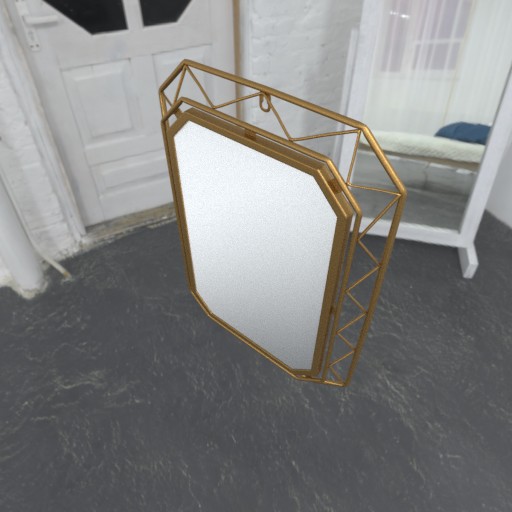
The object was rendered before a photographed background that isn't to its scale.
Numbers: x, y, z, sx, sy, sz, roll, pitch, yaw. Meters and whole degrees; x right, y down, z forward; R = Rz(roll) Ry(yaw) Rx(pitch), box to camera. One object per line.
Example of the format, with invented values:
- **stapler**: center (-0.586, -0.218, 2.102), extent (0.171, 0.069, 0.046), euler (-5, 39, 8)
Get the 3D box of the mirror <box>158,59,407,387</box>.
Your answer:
- **mirror**: center (0.000, 0.000, 0.731), extent (0.417, 0.566, 0.042), euler (30, 53, 26)
